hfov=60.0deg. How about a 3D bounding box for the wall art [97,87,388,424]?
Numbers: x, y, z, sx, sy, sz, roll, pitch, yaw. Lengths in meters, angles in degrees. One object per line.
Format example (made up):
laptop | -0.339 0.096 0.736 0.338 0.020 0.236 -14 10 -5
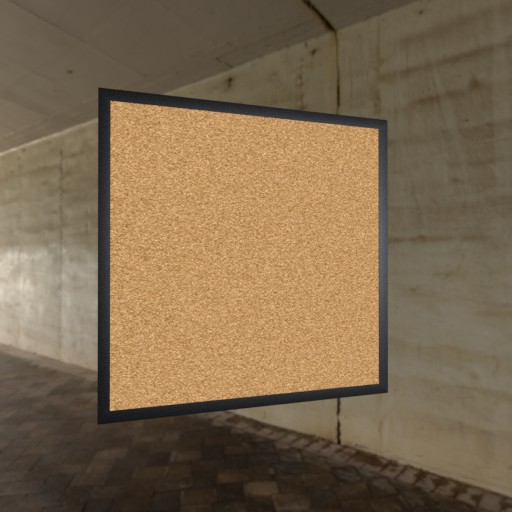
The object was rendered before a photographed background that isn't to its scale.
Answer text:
wall art | 0.000 0.000 1.127 0.756 0.755 0.036 0 0 -18
